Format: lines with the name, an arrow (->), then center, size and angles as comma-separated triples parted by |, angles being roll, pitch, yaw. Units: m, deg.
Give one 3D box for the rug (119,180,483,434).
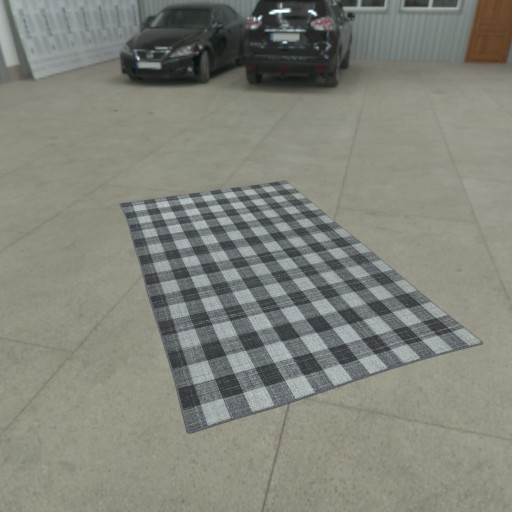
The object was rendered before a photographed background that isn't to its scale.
rug -> 0.000, 0.000, 3.017 | 1.554, 0.011, 2.476 | -11, 32, -18
